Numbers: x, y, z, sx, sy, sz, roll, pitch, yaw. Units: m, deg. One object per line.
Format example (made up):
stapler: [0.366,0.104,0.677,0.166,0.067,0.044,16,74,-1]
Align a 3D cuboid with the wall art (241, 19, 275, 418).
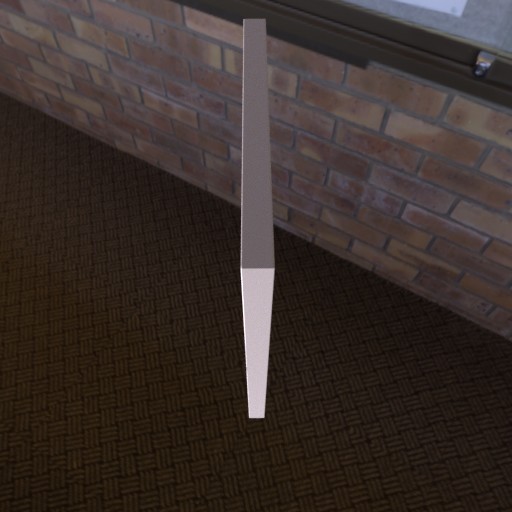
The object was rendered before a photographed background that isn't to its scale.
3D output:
wall art: [0.000,0.000,0.961,0.039,0.753,0.511,0,58,0]
